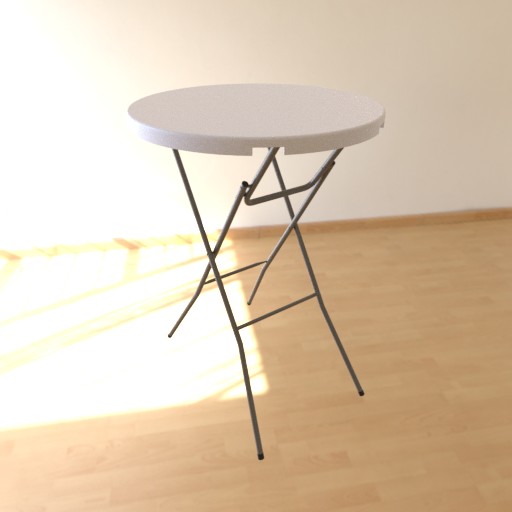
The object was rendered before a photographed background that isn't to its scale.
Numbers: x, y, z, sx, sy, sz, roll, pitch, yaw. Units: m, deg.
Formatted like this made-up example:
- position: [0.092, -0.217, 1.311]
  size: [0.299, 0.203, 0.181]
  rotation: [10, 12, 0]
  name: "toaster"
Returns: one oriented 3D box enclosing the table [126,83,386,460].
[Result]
- position: [0.000, 0.000, 1.669]
  size: [0.792, 1.105, 0.795]
  rotation: [-19, 35, -30]
  name: "table"
